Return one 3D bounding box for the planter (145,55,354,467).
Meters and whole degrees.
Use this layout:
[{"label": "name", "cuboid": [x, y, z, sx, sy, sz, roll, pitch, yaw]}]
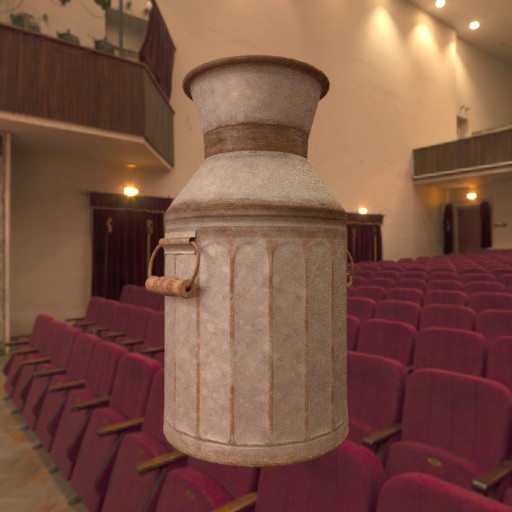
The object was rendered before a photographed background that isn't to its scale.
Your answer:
[{"label": "planter", "cuboid": [0.000, 0.000, 0.519, 0.245, 0.396, 0.214, 0, 0, -38]}]
